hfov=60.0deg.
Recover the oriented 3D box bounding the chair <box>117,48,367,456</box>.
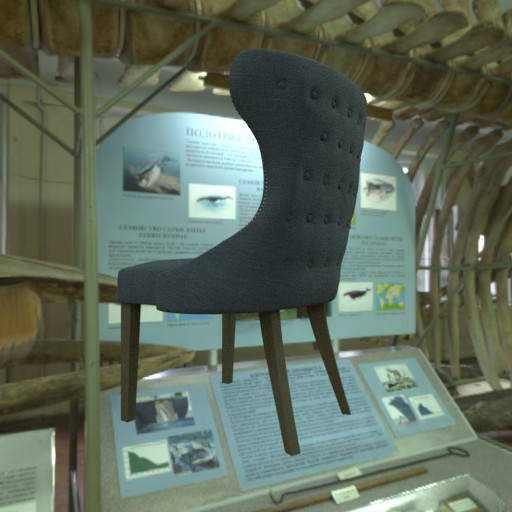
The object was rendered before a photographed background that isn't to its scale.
[{"bbox_3d":[0.000,0.000,1.353,0.635,0.967,0.628,0,-1,34],"label":"chair"}]
